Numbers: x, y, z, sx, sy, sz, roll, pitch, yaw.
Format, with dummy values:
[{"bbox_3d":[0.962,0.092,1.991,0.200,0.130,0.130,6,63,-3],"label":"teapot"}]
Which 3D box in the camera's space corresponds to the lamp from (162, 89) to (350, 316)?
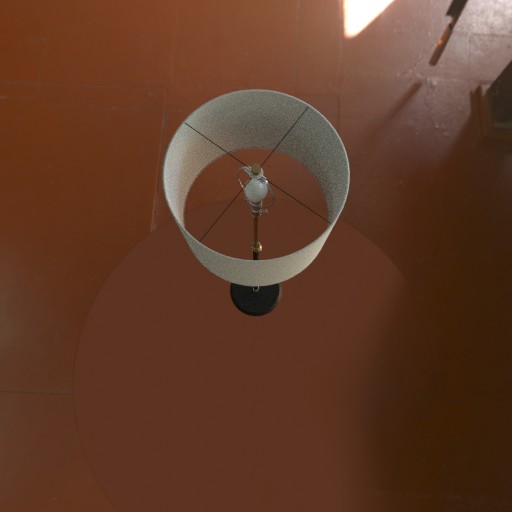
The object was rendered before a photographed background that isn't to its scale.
[{"bbox_3d":[0.000,0.000,1.676,0.404,1.517,0.404,36,79,8],"label":"lamp"}]
